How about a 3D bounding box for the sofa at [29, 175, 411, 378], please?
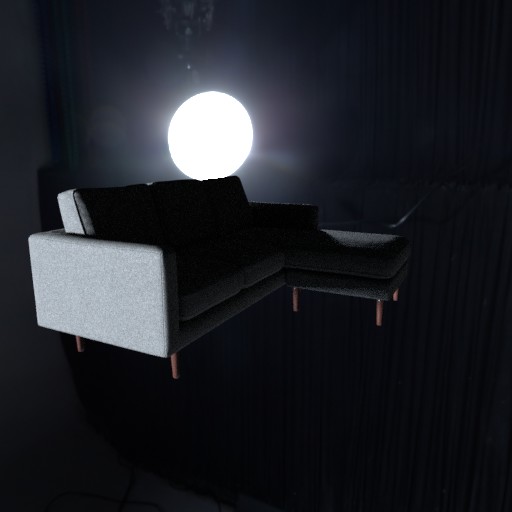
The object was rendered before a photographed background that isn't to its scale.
[{"bbox_3d":[0.000,0.000,2.909,1.667,0.957,2.055,7,14,27],"label":"sofa"}]
